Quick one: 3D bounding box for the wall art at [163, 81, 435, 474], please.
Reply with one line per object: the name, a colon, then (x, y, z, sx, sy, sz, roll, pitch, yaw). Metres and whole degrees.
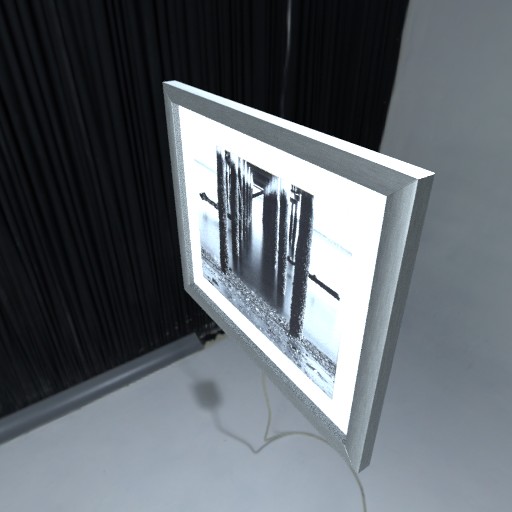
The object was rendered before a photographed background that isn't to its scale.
wall art: (0.000, 0.000, 0.725, 0.028, 0.457, 0.556, -20, 37, -29)
